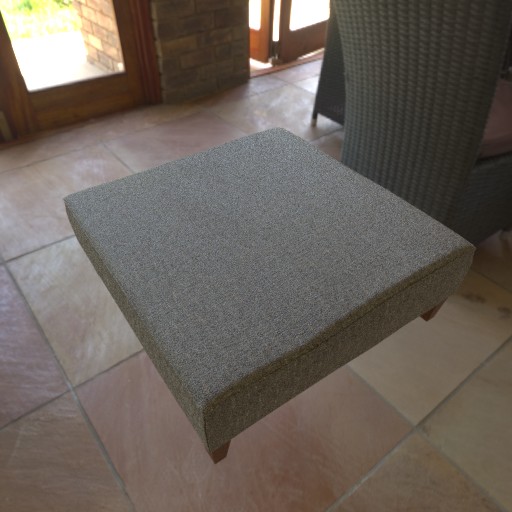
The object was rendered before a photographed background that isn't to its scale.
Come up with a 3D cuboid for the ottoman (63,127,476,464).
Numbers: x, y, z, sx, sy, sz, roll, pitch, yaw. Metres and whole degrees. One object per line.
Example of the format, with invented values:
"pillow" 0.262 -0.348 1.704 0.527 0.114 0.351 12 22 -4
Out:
"ottoman" 0.000 0.000 1.546 0.981 0.379 1.016 -25 47 -25
